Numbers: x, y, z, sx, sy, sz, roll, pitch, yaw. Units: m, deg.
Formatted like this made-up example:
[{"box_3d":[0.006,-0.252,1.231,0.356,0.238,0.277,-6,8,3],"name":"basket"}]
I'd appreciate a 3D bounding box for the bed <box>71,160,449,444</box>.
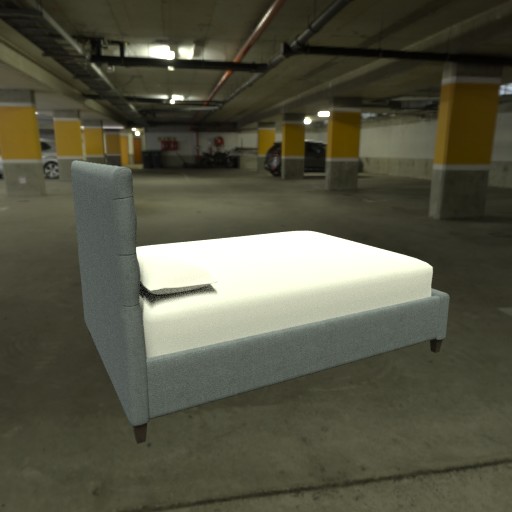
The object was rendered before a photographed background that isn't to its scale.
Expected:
[{"box_3d":[0.000,0.000,3.363,2.335,1.411,1.698,-7,15,-28],"name":"bed"}]
